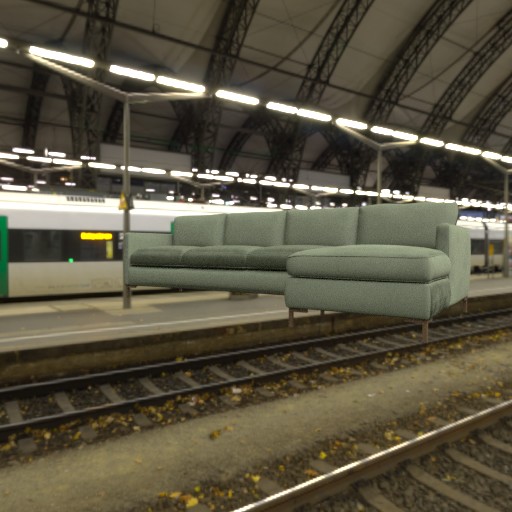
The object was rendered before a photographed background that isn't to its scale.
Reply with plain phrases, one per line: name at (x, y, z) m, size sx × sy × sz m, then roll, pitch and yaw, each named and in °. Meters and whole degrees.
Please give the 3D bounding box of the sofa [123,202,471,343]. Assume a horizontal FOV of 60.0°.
sofa at (0.000, 0.000, 3.244) m, size 2.725 × 0.756 × 1.255 m, roll 1°, pitch 1°, yaw 34°
